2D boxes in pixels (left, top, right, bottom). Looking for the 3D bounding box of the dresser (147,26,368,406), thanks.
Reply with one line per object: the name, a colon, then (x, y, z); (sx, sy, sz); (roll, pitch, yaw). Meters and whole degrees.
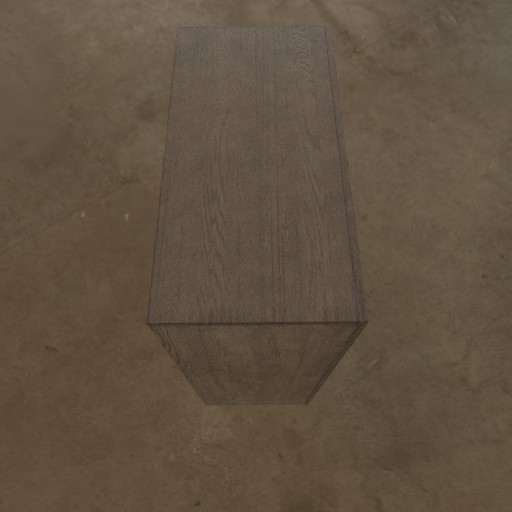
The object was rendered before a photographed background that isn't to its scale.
dresser: (0.000, 0.000, 1.755); (0.483, 1.295, 0.967); (-1, 64, 0)
